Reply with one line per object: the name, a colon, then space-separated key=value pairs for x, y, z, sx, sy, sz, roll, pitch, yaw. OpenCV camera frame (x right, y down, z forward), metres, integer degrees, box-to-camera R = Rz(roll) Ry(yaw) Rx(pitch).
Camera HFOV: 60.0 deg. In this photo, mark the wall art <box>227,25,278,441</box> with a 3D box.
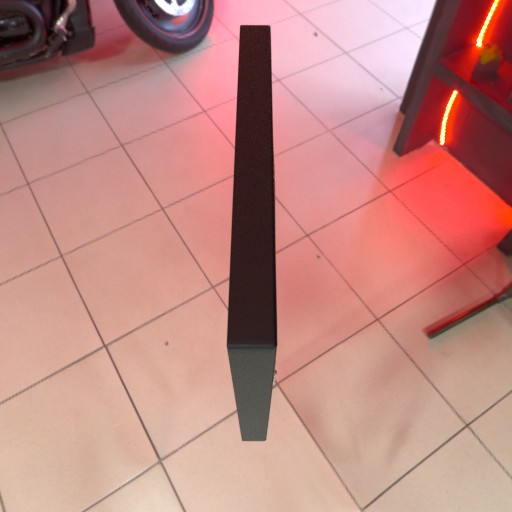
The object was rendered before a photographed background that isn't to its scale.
wall art: x=0.000 y=0.000 z=0.600 sx=0.041 sy=0.407 sz=0.406 roll=0 pitch=58 yaw=0
